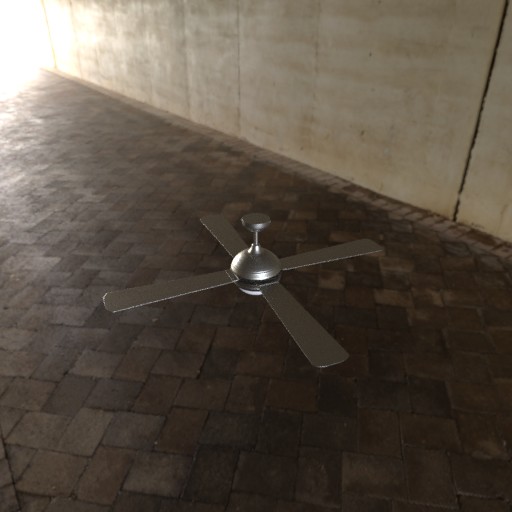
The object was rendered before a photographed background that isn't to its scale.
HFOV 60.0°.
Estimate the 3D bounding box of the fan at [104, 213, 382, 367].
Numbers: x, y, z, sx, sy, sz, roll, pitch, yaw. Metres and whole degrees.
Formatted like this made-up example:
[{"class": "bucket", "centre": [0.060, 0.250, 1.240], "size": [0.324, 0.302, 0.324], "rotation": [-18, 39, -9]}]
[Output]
[{"class": "fan", "centre": [0.000, 0.000, 2.059], "size": [1.321, 0.381, 1.321], "rotation": [-1, 29, -2]}]
